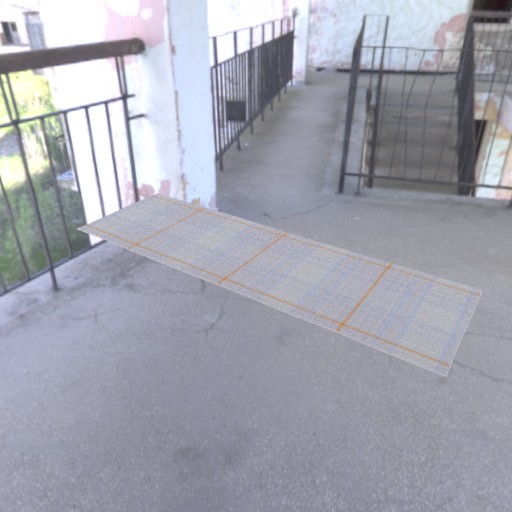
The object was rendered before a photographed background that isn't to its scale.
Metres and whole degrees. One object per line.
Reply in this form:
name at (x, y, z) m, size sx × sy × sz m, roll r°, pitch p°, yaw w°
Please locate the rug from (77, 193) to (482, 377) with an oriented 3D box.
rug at (0.000, 0.000, 2.715) m, size 2.442 × 0.016 × 0.770 m, roll 19°, pitch 35°, yaw 29°
